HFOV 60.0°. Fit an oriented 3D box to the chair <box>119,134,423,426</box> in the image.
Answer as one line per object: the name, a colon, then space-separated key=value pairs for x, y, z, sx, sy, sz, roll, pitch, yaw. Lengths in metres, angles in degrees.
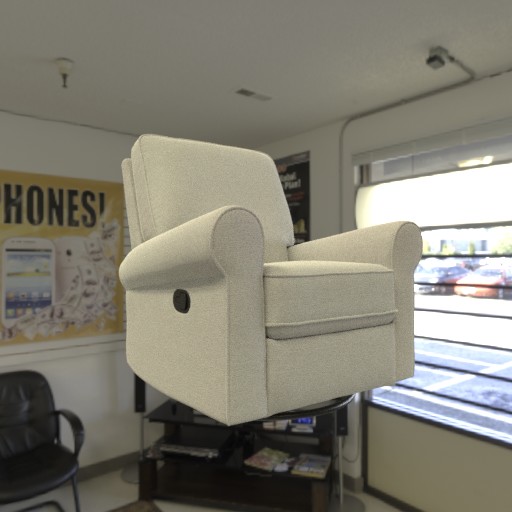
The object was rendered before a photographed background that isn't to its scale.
chair: x=0.000 y=0.000 z=1.645 sx=0.890 sy=0.960 sz=0.878 roll=0 pitch=0 yaw=-36
